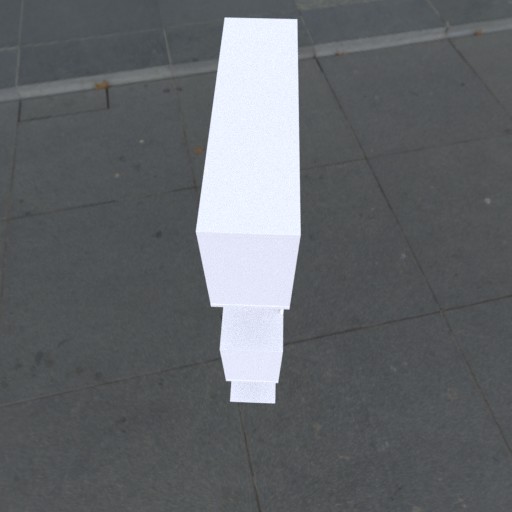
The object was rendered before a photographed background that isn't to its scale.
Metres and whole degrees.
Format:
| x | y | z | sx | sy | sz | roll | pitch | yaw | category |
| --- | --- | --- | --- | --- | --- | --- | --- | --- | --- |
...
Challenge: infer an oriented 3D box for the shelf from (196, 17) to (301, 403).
| x | y | z | sx | sy | sz | roll | pitch | yaw | category |
| --- | --- | --- | --- | --- | --- | --- | --- | --- | --- |
| 0.000 | 0.000 | 1.982 | 0.250 | 1.650 | 0.890 | 2 | 58 | 1 | shelf |
